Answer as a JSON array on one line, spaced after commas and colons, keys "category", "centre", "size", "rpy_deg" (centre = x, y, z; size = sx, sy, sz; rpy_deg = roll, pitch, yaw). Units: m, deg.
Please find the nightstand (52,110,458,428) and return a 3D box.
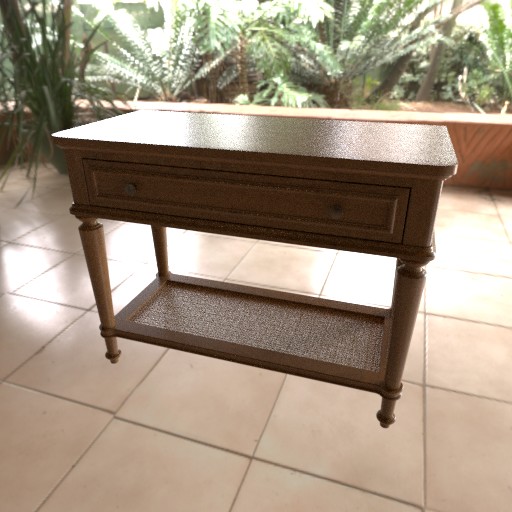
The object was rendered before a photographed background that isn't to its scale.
[{"category": "nightstand", "centre": [0.000, 0.000, 1.266], "size": [0.914, 0.700, 0.432], "rpy_deg": [8, 28, 16]}]
